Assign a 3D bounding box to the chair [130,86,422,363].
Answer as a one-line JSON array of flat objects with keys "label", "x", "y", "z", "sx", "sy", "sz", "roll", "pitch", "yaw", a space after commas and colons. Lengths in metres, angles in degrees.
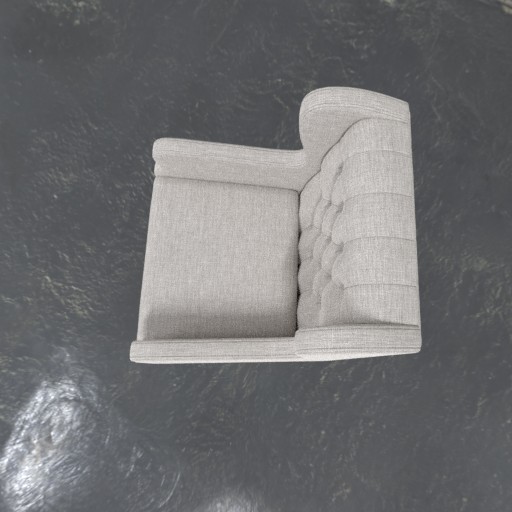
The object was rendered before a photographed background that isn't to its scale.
[{"label": "chair", "x": 0.000, "y": 0.000, "z": 1.455, "sx": 0.760, "sy": 0.930, "sz": 0.710, "roll": 2, "pitch": 75, "yaw": 1}]
